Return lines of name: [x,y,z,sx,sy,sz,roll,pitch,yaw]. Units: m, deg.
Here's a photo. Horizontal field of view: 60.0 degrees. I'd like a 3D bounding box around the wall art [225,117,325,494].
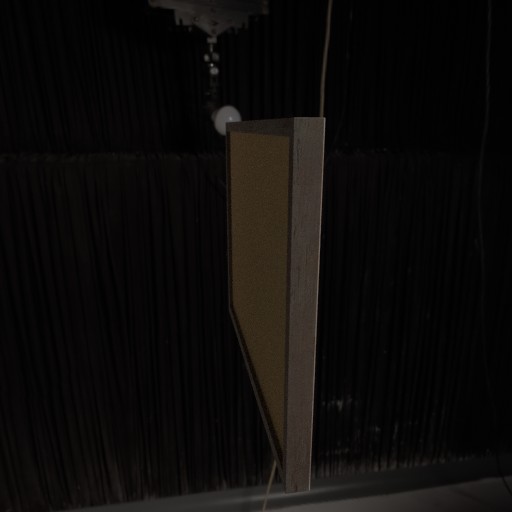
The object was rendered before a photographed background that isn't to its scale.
wall art: [0.000,0.000,1.732,0.070,1.009,1.320,-3,17,-10]
